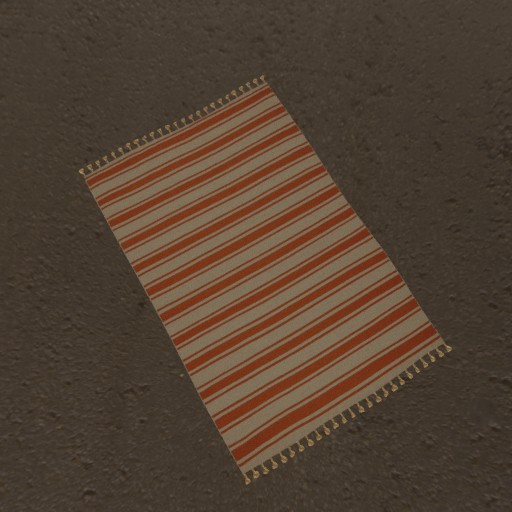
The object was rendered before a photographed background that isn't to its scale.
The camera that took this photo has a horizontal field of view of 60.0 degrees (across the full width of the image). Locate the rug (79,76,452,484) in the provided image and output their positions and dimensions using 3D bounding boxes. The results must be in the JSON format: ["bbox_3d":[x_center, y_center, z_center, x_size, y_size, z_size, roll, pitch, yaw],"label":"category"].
[{"bbox_3d":[0.000,0.000,3.043,1.556,0.022,2.433,-30,77,-7],"label":"rug"}]
